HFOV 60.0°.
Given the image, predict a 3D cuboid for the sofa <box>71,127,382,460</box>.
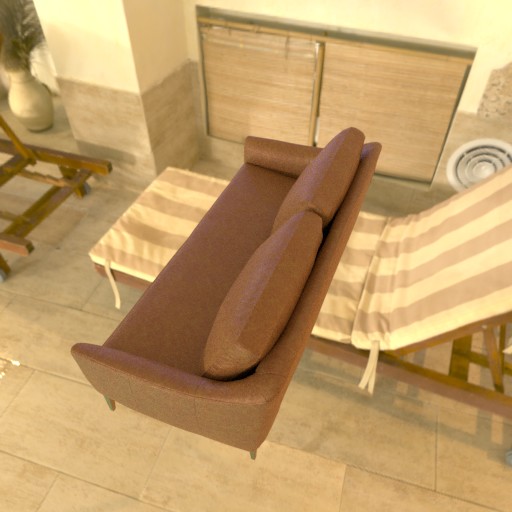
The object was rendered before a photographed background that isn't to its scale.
[{"bbox_3d":[0.000,0.000,2.590,0.981,0.945,2.036,17,48,16],"label":"sofa"}]
